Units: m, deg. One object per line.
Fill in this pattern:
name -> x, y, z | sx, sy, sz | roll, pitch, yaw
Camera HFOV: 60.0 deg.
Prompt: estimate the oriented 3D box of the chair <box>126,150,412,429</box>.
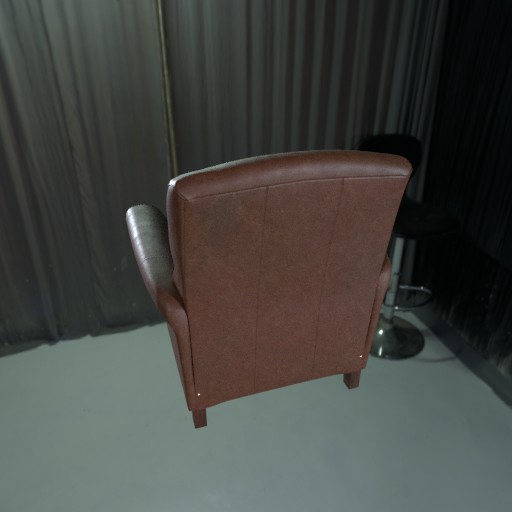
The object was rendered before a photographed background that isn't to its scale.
chair -> 0.000, 0.000, 1.839 | 0.978, 1.061, 0.902 | -9, 29, -16
